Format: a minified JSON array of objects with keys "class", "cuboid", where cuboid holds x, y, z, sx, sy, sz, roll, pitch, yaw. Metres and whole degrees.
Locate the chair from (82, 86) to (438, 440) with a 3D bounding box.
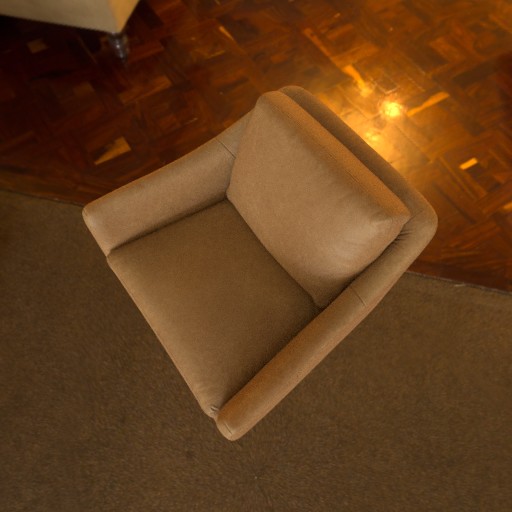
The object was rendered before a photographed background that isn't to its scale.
[{"class":"chair","cuboid":[0.000,0.000,1.727,0.963,0.895,0.988,-33,68,-15]}]
